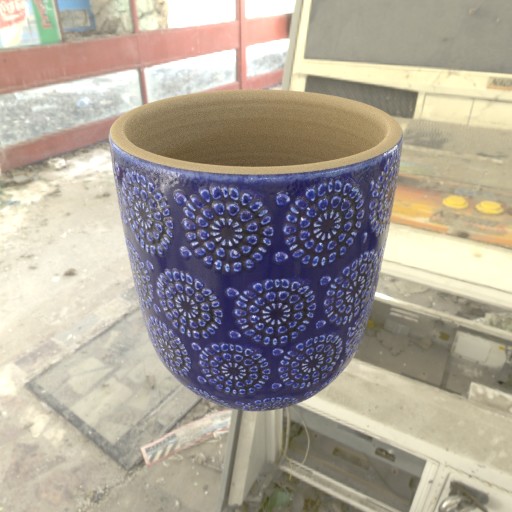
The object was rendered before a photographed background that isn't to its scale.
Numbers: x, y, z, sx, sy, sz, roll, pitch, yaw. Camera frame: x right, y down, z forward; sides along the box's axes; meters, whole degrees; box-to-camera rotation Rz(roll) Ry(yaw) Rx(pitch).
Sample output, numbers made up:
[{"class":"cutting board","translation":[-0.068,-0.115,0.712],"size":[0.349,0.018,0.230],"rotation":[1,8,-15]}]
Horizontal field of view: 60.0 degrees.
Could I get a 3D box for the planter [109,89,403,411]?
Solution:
[{"class":"planter","translation":[0.000,0.000,0.337],"size":[0.184,0.206,0.184],"rotation":[0,32,0]}]
